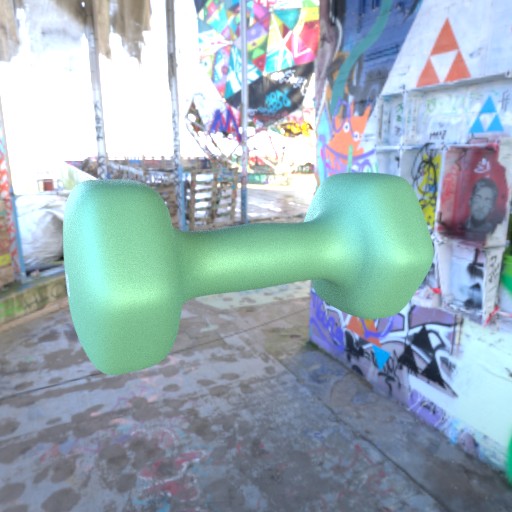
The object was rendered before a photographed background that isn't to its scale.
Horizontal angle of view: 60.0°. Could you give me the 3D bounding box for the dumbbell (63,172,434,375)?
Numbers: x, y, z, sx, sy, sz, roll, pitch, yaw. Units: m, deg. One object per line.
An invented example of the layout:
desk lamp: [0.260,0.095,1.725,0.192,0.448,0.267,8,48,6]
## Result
dumbbell: [0.000,0.000,0.328,0.260,0.117,0.129,-6,15,-25]
